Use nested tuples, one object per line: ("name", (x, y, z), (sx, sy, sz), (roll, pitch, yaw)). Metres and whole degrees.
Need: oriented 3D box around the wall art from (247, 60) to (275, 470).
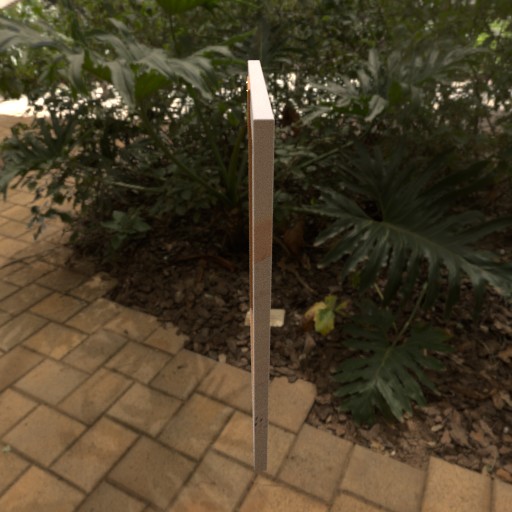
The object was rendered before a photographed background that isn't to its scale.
("wall art", (0.000, 0.000, 1.363), (0.045, 1.014, 0.759), (-1, 31, -1))
